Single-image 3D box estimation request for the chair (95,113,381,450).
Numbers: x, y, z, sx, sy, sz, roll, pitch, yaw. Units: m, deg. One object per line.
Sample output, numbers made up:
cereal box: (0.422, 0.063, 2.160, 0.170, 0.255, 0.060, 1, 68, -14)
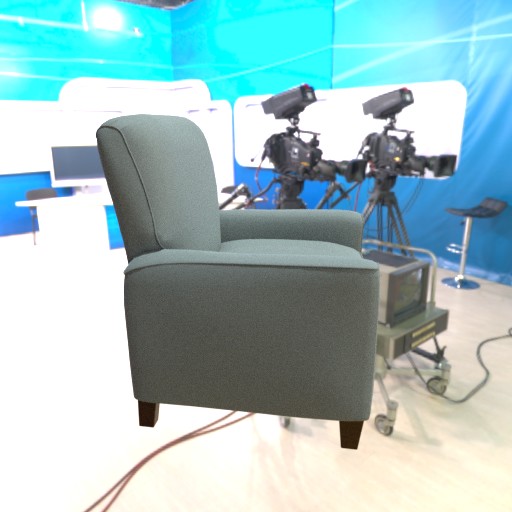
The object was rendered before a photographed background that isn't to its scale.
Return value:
chair: (0.000, 0.000, 1.653, 0.846, 1.007, 0.853, 3, 17, 9)
